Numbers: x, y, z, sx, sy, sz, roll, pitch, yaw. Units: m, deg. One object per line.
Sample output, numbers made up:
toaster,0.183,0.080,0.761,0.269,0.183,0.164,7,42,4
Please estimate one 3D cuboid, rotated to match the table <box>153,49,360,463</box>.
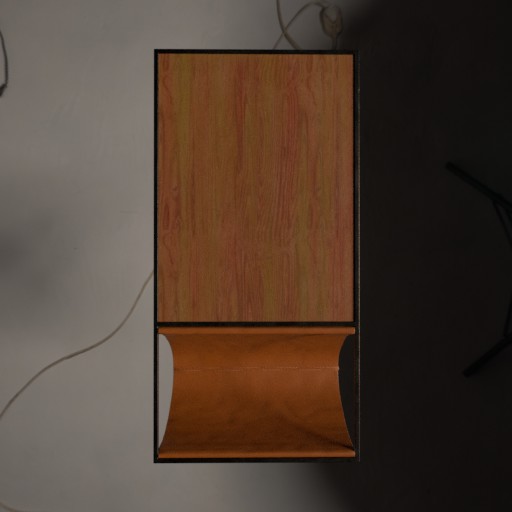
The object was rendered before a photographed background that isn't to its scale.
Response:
table,0.000,0.000,1.482,0.597,0.403,1.199,0,90,-1
